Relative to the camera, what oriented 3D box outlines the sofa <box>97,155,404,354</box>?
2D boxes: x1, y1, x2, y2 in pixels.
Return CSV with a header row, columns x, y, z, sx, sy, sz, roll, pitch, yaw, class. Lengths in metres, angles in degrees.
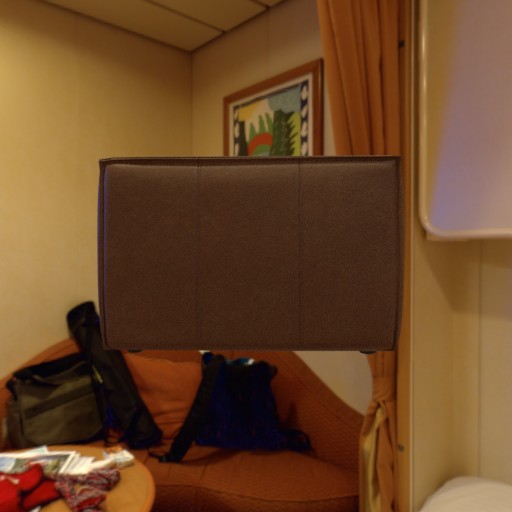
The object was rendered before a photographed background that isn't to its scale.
x,y,z,sx,sy,sz,roll,pitch,yaw,class
0.000,0.000,2.513,1.102,0.703,2.088,0,1,1,sofa
